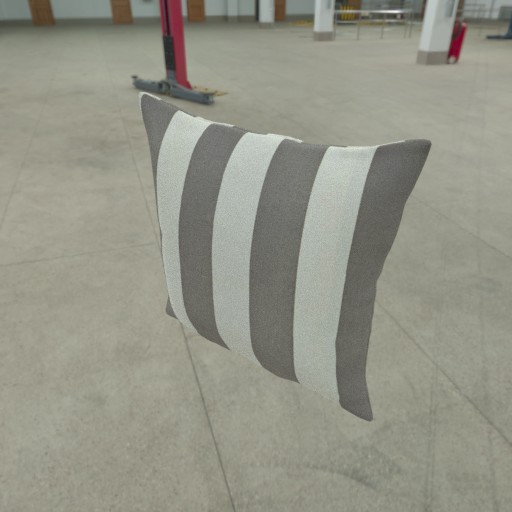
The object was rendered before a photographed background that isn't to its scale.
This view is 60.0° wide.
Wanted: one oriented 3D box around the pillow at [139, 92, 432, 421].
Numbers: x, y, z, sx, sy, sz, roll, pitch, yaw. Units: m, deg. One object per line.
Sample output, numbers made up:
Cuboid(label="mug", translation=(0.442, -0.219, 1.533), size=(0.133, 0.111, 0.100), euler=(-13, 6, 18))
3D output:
Cuboid(label="pillow", translation=(0.000, 0.000, 0.791), size=(0.522, 0.507, 0.192), euler=(21, 37, 31))
